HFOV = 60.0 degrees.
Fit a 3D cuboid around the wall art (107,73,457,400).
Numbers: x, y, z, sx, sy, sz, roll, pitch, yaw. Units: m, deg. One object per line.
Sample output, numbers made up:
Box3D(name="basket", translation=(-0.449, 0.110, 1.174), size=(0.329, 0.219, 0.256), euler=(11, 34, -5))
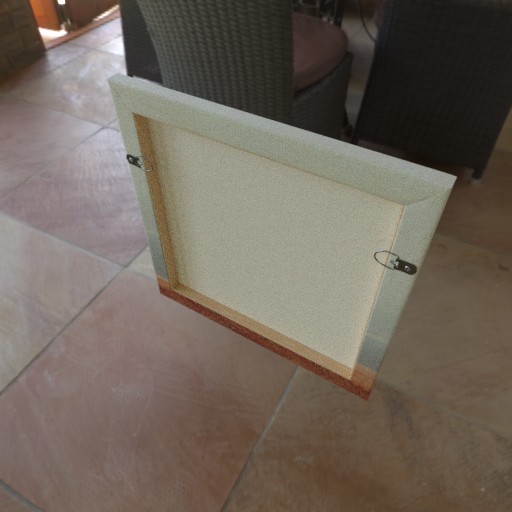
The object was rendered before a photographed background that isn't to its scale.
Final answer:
Box3D(name="wall art", translation=(0.000, 0.000, 0.606), size=(0.405, 0.405, 0.023), euler=(24, 51, 21))
